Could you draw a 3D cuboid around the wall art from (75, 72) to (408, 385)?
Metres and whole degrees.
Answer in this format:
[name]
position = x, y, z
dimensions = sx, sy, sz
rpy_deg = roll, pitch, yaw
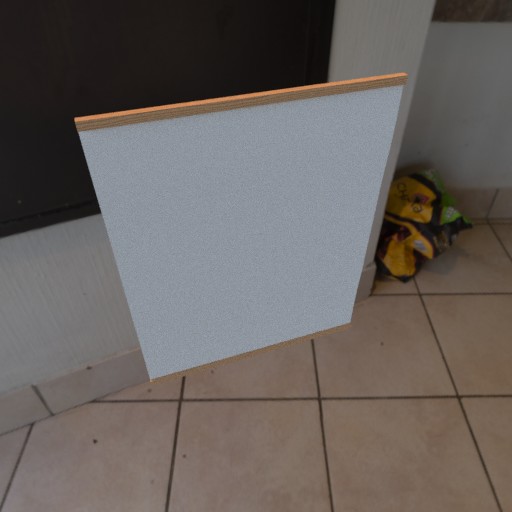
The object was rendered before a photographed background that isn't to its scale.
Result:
[wall art]
position = 0.000, 0.000, 0.686
dimensions = 0.404, 0.507, 0.010
rpy_deg = -13, 44, -14
